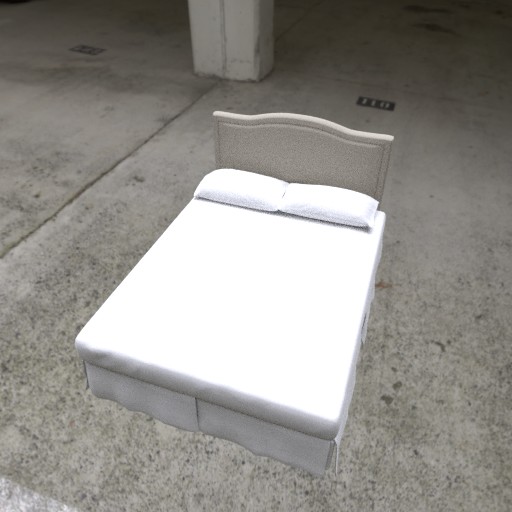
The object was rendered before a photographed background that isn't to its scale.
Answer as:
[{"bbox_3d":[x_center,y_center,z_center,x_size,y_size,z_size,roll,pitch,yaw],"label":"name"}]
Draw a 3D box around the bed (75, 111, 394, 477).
[{"bbox_3d":[0.000,0.000,3.602,1.977,1.437,2.477,13,42,15],"label":"bed"}]
